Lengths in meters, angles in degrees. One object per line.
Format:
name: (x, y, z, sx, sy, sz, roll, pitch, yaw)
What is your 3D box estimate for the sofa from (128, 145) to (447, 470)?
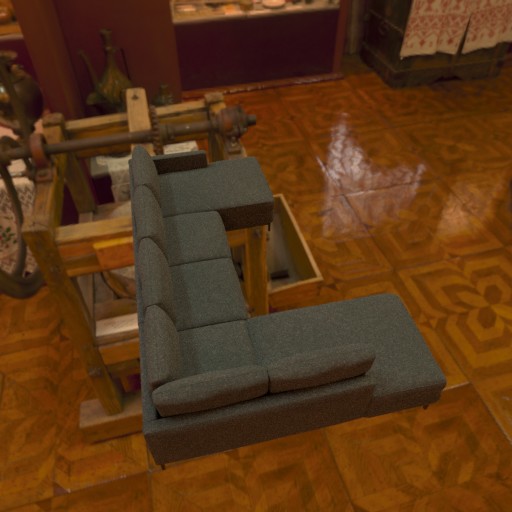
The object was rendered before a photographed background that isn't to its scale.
sofa: (0.000, 0.000, 3.815, 2.007, 0.813, 2.956, -9, 46, -9)
